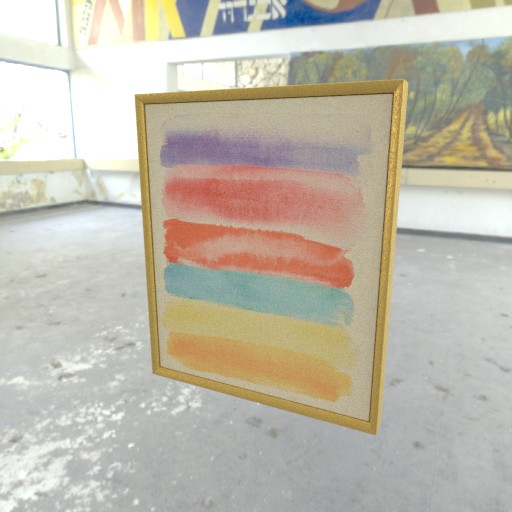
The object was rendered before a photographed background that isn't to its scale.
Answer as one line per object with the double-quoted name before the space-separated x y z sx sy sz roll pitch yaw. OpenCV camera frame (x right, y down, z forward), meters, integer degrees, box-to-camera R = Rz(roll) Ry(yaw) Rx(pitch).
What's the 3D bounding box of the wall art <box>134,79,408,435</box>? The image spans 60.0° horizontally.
"wall art" 0.000 0.000 0.905 0.537 0.642 0.048 7 16 25
